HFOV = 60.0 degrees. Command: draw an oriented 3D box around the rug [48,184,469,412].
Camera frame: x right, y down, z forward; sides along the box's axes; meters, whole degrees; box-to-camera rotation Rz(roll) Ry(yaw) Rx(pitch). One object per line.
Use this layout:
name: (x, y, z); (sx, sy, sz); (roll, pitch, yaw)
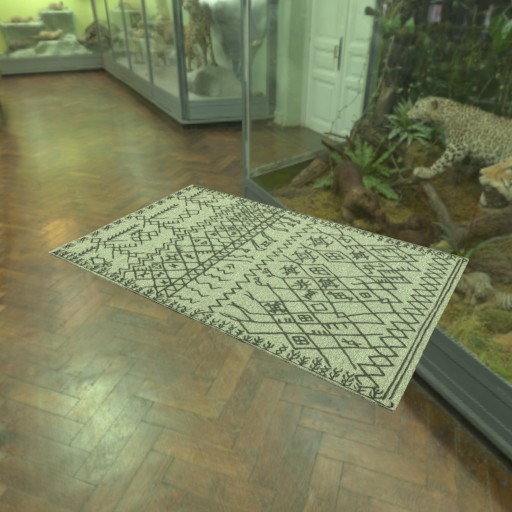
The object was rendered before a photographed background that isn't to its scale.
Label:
rug: (0.000, 0.000, 4.744); (3.824, 0.019, 2.393); (19, 35, 29)
